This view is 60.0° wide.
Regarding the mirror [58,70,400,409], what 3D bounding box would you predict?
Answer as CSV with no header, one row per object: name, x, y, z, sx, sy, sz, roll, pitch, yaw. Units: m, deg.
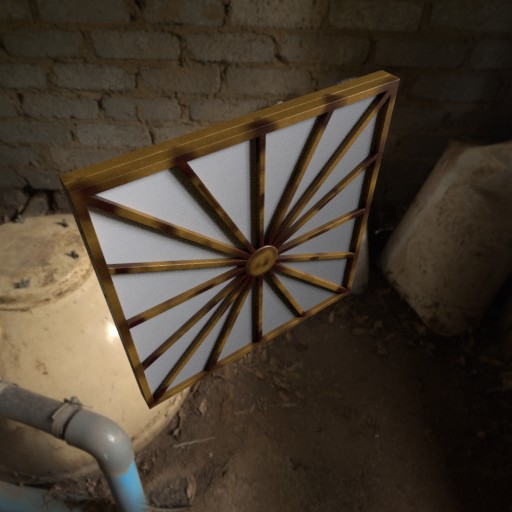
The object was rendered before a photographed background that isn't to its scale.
mirror,0.000,0.000,0.765,0.509,0.507,0.042,-26,51,-23
